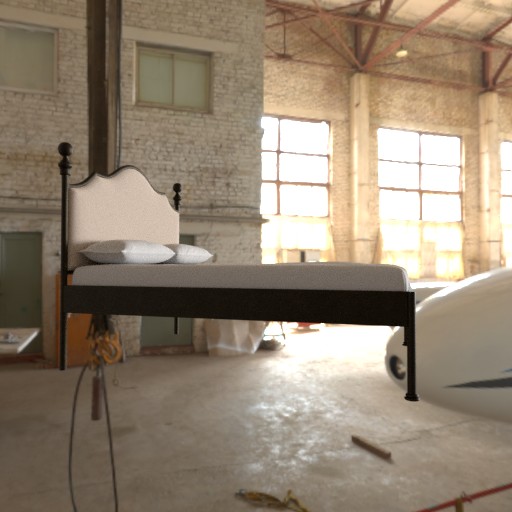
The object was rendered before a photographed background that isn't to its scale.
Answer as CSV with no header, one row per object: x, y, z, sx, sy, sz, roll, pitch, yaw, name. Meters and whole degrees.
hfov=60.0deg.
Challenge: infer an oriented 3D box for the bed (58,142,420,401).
0.000,0.000,3.311,2.224,1.499,1.642,0,-1,18,bed
